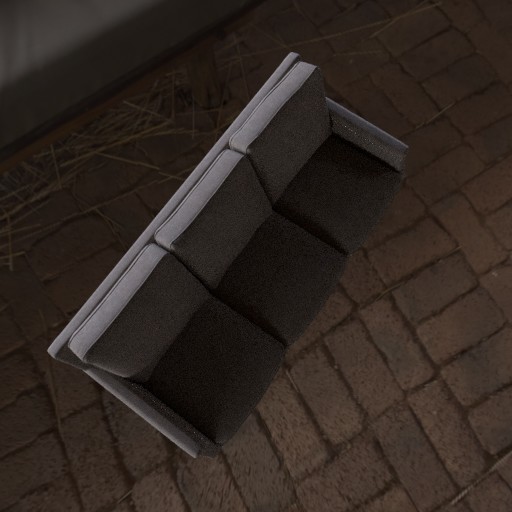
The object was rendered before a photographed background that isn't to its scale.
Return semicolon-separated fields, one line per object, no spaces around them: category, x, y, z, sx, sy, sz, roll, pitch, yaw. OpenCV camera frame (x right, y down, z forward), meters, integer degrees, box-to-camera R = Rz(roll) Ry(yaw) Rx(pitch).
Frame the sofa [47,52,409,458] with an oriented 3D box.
sofa;0.000;0.000;2.745;1.034;1.042;2.226;34;77;9
